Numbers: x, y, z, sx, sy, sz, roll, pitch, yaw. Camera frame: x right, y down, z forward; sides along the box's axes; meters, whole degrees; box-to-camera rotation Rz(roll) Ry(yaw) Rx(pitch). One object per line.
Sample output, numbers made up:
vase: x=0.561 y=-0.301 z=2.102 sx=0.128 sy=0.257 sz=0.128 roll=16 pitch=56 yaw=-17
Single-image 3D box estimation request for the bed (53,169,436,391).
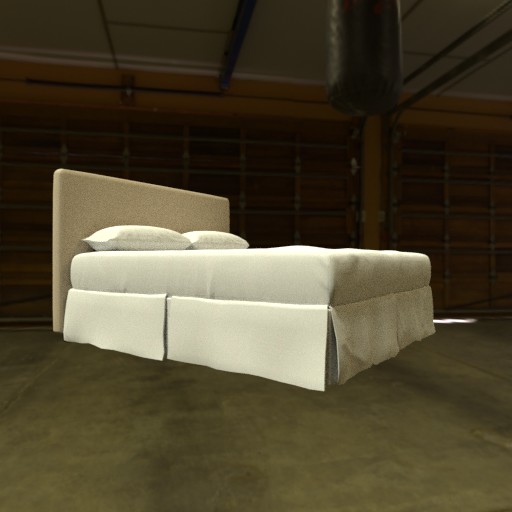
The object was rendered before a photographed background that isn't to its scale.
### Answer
bed: x=0.000 y=0.000 z=3.531 sx=2.319 sy=1.317 sz=2.119 roll=0 pitch=0 yaw=35
